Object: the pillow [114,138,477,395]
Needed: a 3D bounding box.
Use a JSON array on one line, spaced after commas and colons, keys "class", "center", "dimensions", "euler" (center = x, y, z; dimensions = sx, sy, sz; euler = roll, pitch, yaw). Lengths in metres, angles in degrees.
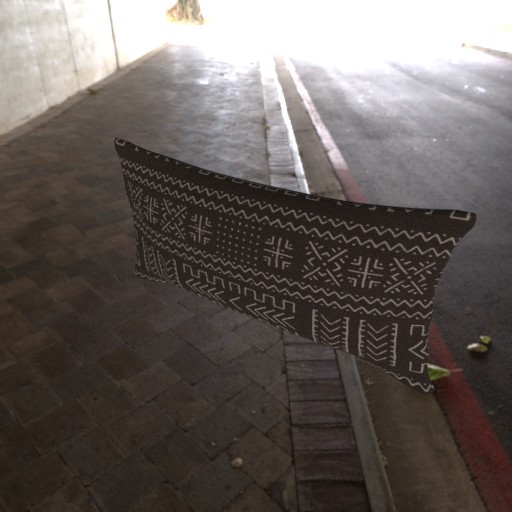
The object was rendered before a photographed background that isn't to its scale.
[{"class": "pillow", "center": [0.000, 0.000, 0.784], "dimensions": [0.667, 0.322, 0.135], "euler": [18, 35, 27]}]
